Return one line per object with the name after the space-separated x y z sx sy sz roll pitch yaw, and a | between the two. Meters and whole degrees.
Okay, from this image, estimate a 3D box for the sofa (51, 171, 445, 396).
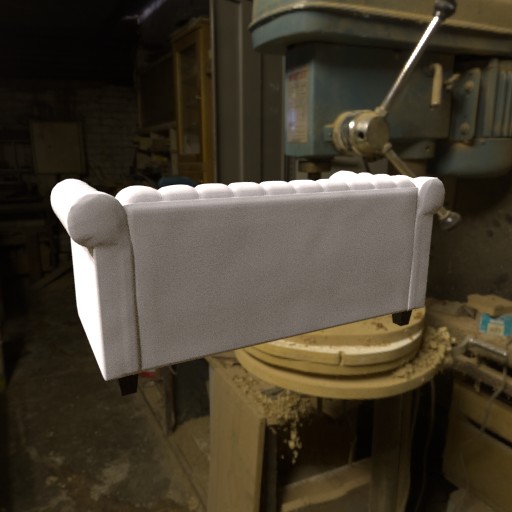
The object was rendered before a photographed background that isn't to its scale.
0.000 0.000 2.248 1.798 0.796 0.771 -7 15 -27 | sofa
